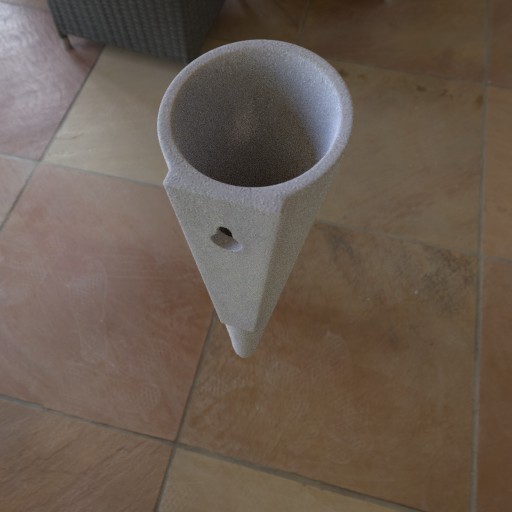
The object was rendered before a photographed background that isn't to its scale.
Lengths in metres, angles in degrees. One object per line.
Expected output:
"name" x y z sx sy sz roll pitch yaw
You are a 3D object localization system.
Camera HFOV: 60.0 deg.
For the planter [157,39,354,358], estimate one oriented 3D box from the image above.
"planter" 0.000 0.000 0.292 0.078 0.259 0.087 15 65 7
